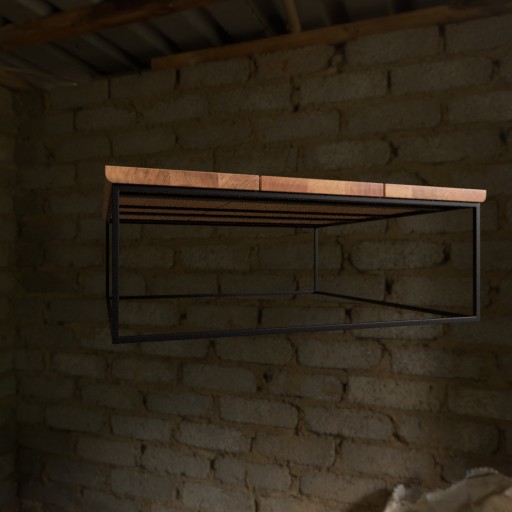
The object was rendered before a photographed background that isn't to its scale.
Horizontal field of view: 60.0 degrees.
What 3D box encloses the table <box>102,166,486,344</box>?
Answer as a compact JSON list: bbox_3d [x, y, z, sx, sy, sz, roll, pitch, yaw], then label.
[{"bbox_3d":[0.000,0.000,1.687,1.100,0.400,1.100,0,0,-19],"label":"table"}]
